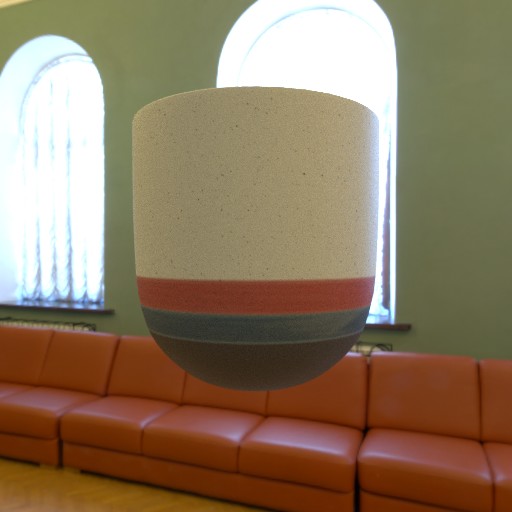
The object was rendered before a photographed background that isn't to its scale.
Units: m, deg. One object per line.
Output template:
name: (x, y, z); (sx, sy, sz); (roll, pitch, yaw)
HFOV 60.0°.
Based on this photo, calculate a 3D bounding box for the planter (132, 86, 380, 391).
planter: (0.000, 0.000, 0.379); (0.204, 0.214, 0.204); (0, 0, 0)
